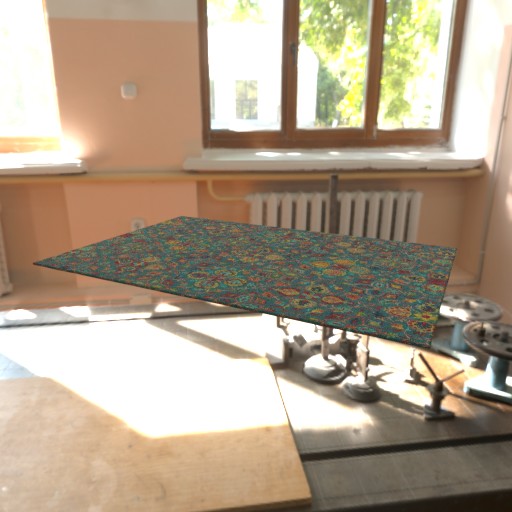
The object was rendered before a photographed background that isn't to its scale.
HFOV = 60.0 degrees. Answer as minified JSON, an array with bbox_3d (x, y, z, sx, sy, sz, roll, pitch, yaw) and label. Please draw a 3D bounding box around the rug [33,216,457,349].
[{"bbox_3d":[0.000,0.000,2.856,2.290,0.016,1.527,9,19,26],"label":"rug"}]
